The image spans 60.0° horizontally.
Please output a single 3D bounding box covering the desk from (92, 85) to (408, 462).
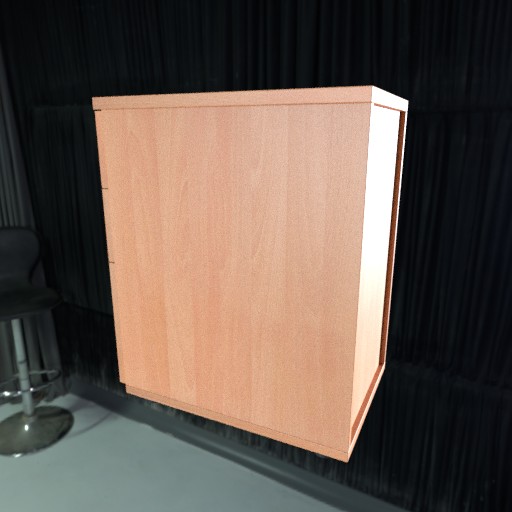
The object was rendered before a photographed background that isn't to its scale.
[{"bbox_3d":[0.000,0.000,1.092,0.600,0.730,0.404,7,17,25],"label":"desk"}]
